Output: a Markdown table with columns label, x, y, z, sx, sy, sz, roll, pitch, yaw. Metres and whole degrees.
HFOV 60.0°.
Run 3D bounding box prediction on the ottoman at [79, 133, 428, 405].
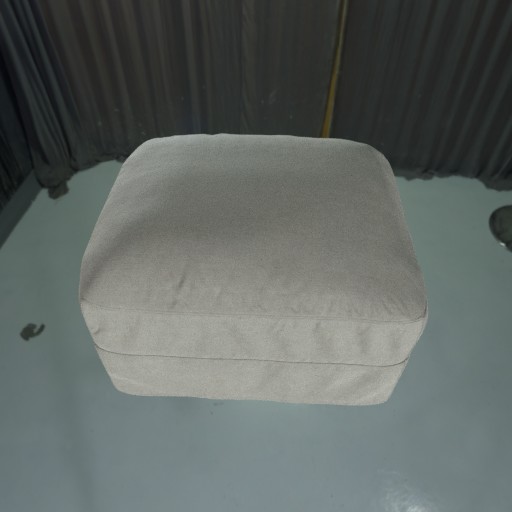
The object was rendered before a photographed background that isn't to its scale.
| label | x | y | z | sx | sy | sz | roll | pitch | yaw |
| --- | --- | --- | --- | --- | --- | --- | --- | --- | --- |
| ottoman | 0.000 | 0.000 | 1.097 | 0.712 | 0.480 | 0.584 | 2 | 47 | 2 |
